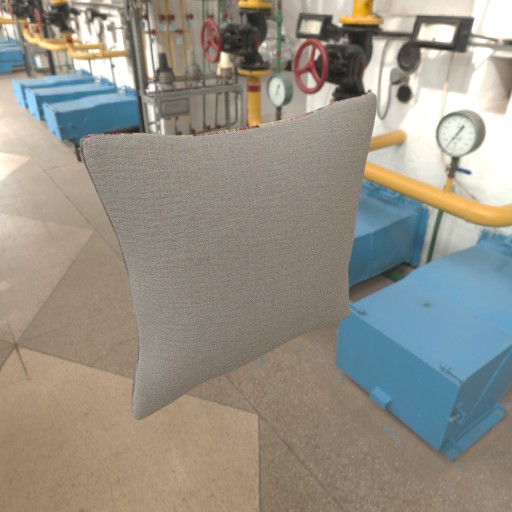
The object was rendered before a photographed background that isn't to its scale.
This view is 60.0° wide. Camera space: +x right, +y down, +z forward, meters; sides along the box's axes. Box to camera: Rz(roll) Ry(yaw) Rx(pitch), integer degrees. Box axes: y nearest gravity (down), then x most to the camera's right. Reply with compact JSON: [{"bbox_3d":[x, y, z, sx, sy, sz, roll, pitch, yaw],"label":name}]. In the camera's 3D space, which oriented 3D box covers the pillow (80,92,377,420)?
[{"bbox_3d":[0.000,0.000,0.652,0.437,0.419,0.136,-19,36,-29],"label":"pillow"}]
